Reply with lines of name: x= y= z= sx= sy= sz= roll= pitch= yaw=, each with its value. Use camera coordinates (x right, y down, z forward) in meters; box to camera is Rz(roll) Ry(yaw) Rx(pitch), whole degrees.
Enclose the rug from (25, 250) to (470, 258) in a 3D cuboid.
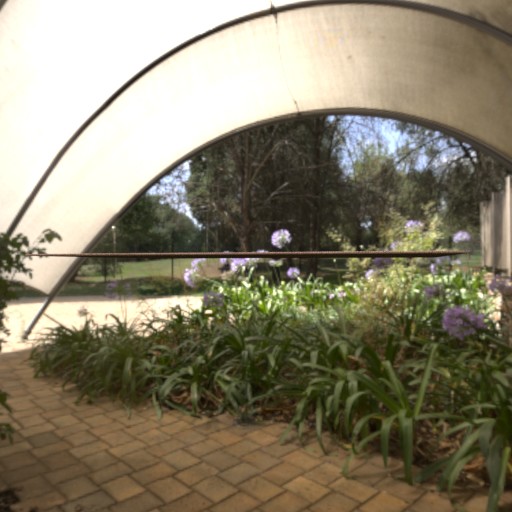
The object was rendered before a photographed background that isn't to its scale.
rug: x=0.000 y=0.000 z=3.031 sx=2.439 sy=0.011 sz=1.533 roll=0 pitch=-1 yaw=17
